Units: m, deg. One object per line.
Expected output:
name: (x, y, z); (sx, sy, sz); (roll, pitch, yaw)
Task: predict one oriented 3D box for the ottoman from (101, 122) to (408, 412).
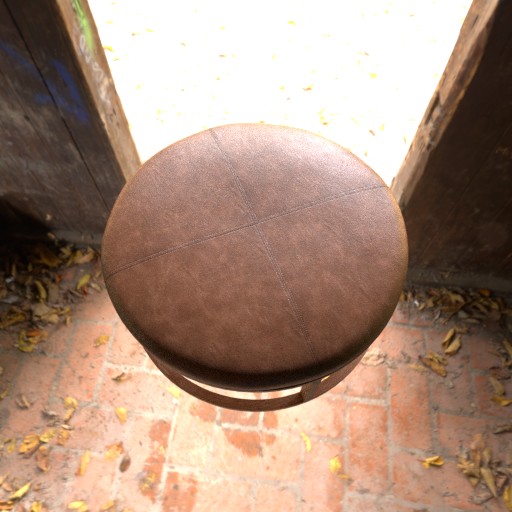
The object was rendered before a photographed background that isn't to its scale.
ottoman: (0.000, 0.000, 1.592); (1.006, 0.445, 1.006); (0, 61, 0)
